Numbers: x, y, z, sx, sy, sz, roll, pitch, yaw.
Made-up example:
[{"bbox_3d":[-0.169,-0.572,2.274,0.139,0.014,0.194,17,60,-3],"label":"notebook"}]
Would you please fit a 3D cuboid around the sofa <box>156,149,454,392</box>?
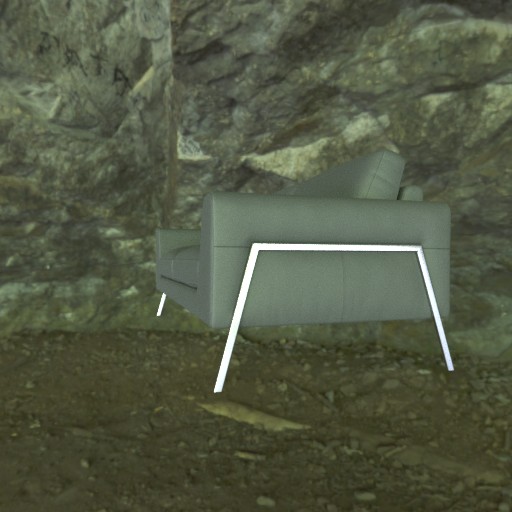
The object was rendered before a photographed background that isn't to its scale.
[{"bbox_3d":[0.000,0.000,2.494,0.953,0.875,2.017,0,0,-18],"label":"sofa"}]
